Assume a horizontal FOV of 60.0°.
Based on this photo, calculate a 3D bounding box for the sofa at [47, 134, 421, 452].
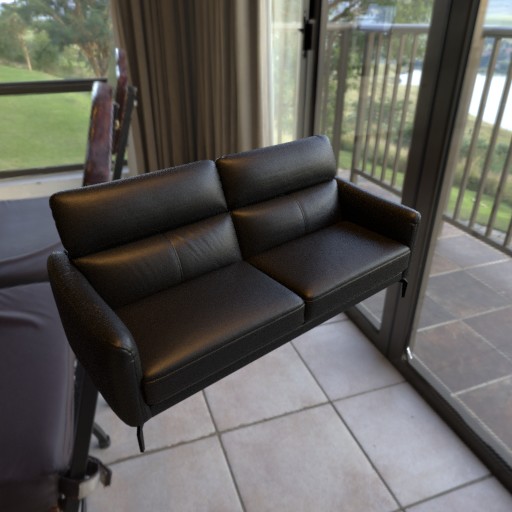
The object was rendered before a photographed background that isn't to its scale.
[{"bbox_3d":[0.000,0.000,2.508,2.069,0.957,0.856,-21,35,-33],"label":"sofa"}]
